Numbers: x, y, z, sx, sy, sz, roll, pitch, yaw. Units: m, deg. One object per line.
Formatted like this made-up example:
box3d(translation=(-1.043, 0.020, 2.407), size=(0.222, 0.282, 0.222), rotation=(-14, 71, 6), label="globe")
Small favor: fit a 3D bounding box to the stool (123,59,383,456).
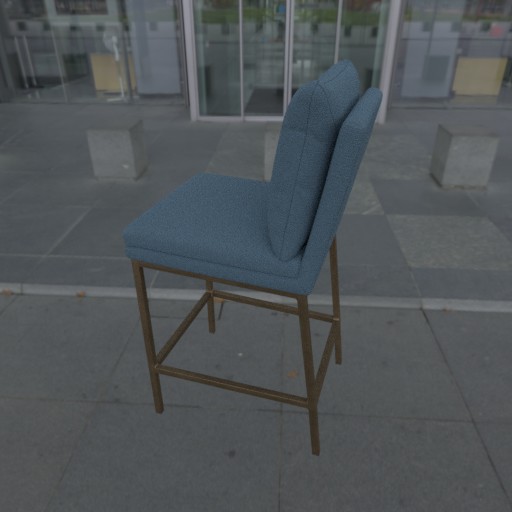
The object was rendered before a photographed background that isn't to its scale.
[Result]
box3d(translation=(0.000, 0.000, 1.291), size=(0.568, 1.032, 0.463), rotation=(10, 31, 16), label="stool")
